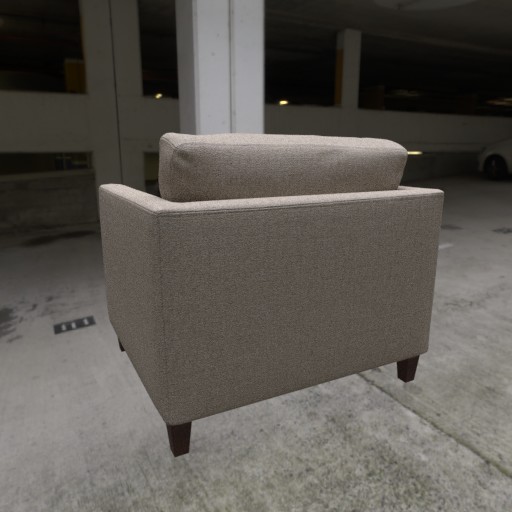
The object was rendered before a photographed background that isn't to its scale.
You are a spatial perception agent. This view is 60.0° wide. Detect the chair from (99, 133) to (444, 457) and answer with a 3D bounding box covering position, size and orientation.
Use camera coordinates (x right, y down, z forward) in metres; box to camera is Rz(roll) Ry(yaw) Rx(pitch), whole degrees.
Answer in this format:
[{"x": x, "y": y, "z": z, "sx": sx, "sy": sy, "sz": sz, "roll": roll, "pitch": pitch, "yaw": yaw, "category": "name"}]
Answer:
[{"x": 0.000, "y": 0.000, "z": 1.839, "sx": 1.107, "sy": 0.961, "sz": 0.959, "roll": -7, "pitch": 15, "yaw": -27, "category": "chair"}]
